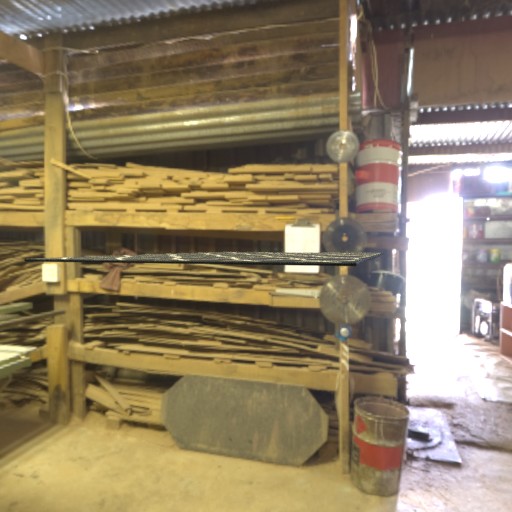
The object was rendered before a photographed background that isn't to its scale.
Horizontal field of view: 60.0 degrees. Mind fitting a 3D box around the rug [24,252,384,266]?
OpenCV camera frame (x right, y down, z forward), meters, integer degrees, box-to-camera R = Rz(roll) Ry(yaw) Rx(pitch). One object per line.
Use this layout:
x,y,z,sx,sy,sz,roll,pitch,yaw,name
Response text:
0.000,0.000,2.907,1.528,0.014,2.294,0,1,18,rug
